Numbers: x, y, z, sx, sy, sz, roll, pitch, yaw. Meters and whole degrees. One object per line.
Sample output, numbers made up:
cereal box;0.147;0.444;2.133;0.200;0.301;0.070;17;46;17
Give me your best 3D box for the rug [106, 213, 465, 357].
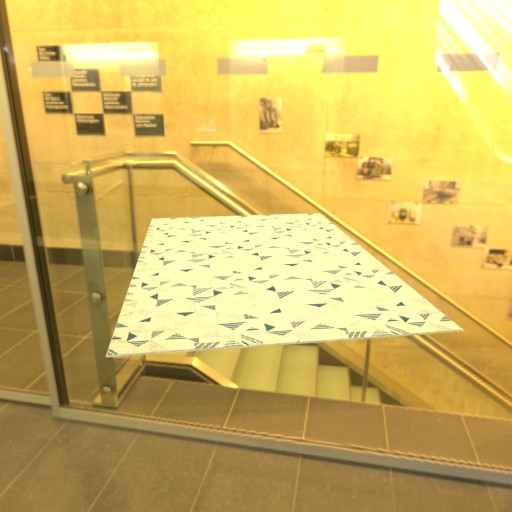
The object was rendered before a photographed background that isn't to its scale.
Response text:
rug;0.000;0.000;2.316;1.206;0.003;1.835;-3;19;-8
